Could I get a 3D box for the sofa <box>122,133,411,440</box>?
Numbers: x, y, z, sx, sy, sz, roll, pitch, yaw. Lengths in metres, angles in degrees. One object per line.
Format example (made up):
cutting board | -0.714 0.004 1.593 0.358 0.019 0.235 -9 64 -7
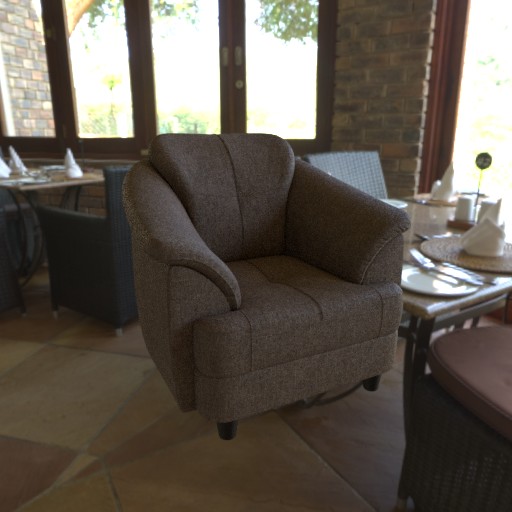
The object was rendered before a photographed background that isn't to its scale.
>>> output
sofa | 0.000 0.000 1.524 0.870 0.811 0.794 -8 18 -26
